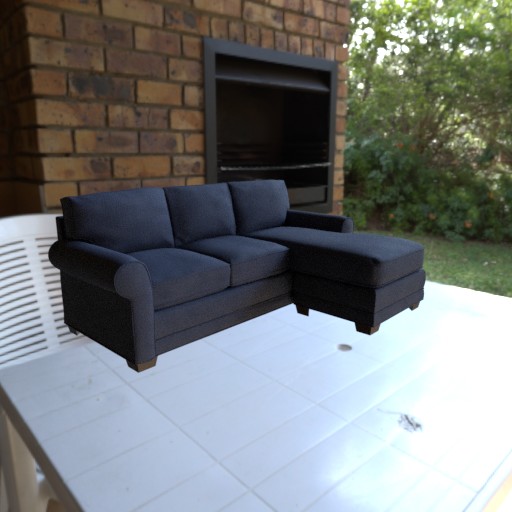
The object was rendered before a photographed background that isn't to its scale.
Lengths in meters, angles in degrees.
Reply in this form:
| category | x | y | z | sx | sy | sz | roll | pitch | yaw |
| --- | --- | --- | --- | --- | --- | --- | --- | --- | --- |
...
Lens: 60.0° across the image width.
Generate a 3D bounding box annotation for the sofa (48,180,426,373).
| category | x | y | z | sx | sy | sz | roll | pitch | yaw |
| --- | --- | --- | --- | --- | --- | --- | --- | --- | --- |
| sofa | 0.000 | 0.000 | 3.486 | 1.780 | 1.063 | 2.567 | 12 | 18 | 42 |
